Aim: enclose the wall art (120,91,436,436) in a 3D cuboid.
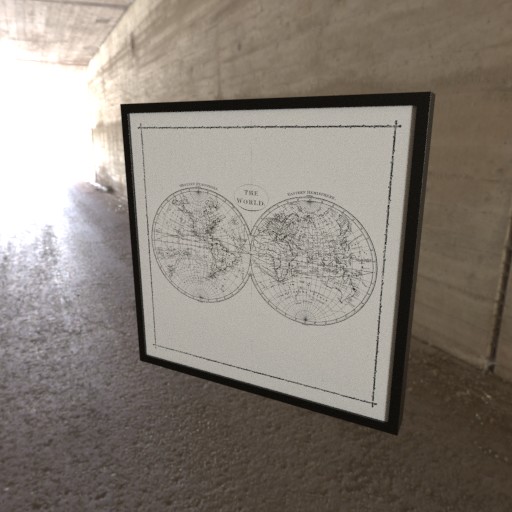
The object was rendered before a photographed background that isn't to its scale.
[{"bbox_3d":[0.000,0.000,0.477,0.327,0.318,0.029,8,17,26],"label":"wall art"}]
